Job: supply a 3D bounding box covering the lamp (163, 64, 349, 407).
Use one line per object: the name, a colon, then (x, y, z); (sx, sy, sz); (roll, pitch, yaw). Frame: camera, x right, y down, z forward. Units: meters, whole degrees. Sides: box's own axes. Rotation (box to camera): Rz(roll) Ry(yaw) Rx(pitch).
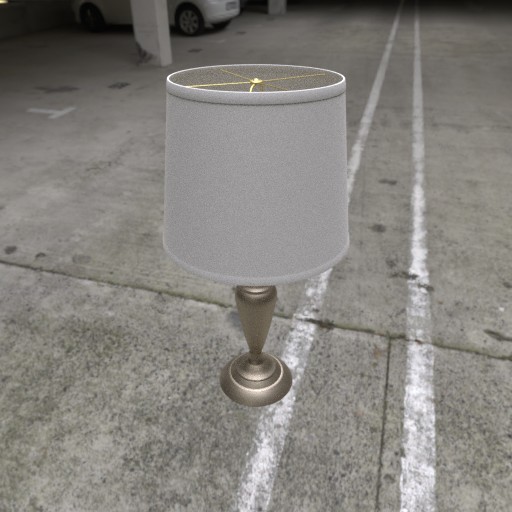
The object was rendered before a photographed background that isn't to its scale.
lamp: (0.000, 0.000, 0.814); (0.328, 0.619, 0.328); (0, 30, 0)
